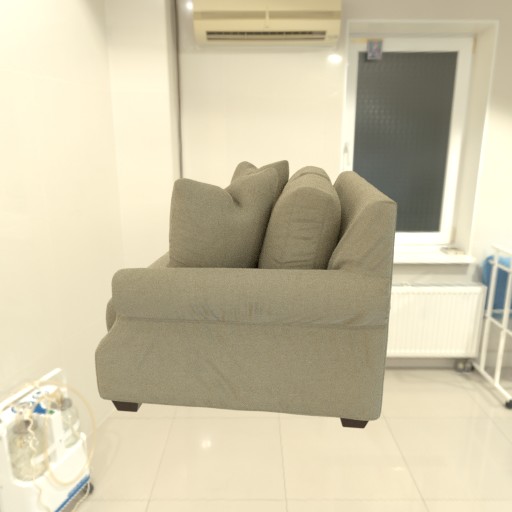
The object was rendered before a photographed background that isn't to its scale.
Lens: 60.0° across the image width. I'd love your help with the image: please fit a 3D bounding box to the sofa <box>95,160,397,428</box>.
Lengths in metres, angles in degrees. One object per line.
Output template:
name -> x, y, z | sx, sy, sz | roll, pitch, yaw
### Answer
sofa -> 0.000, 0.000, 2.187 | 1.070, 0.905, 1.550 | 2, 15, 7
